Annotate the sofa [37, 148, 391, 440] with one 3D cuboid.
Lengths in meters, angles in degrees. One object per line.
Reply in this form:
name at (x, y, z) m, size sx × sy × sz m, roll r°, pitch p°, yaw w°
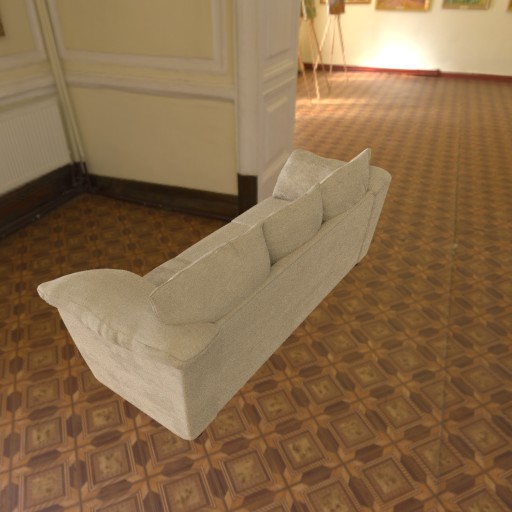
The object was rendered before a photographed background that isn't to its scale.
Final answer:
sofa at (0.000, 0.000, 2.810) m, size 0.893 × 0.981 × 2.377 m, roll 21°, pitch 38°, yaw 29°
